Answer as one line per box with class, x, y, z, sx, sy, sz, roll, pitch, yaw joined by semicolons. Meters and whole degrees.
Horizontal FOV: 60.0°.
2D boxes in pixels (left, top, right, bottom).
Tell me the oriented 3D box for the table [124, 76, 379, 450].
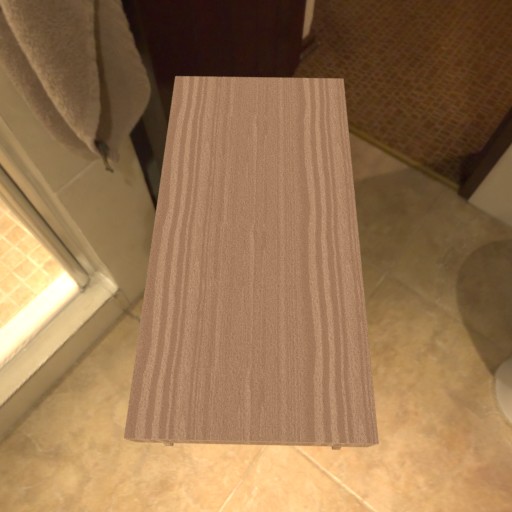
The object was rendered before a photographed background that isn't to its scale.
table;0.000;0.000;1.510;0.600;0.450;1.200;1;63;1
